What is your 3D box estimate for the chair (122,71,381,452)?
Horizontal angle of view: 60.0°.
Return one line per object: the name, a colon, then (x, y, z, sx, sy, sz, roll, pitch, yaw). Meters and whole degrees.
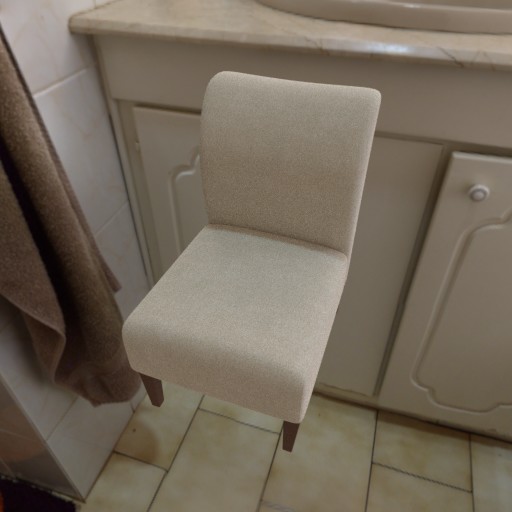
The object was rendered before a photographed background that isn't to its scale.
chair: (0.000, 0.000, 1.344, 0.521, 0.833, 0.754, 13, 42, 15)
